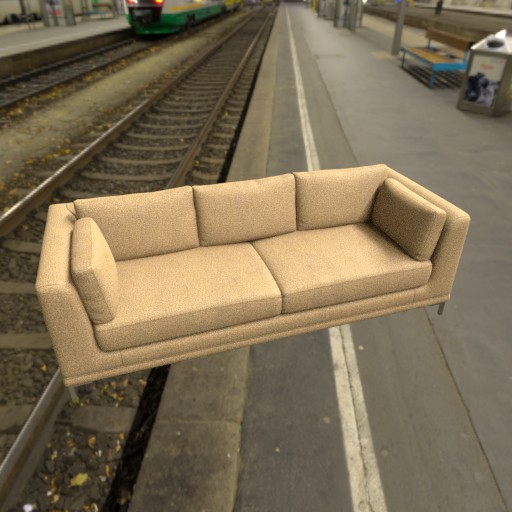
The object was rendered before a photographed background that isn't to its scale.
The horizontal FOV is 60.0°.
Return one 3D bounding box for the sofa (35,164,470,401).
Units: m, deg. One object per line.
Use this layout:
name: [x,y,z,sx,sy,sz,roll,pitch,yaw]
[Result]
sofa: [0.000,0.000,2.858,2.415,0.867,0.969,-10,32,-16]
